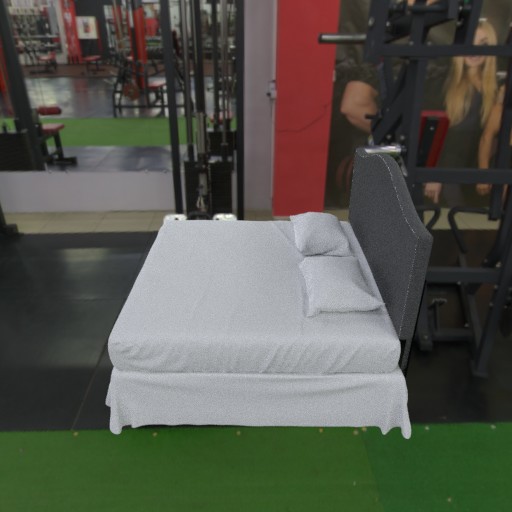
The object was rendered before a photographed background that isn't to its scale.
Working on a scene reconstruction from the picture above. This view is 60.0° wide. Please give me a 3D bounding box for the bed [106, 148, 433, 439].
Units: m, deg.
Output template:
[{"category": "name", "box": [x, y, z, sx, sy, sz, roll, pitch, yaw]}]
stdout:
[{"category": "bed", "box": [0.000, 0.000, 3.687, 2.219, 1.651, 2.314, 0, 28, 1]}]
